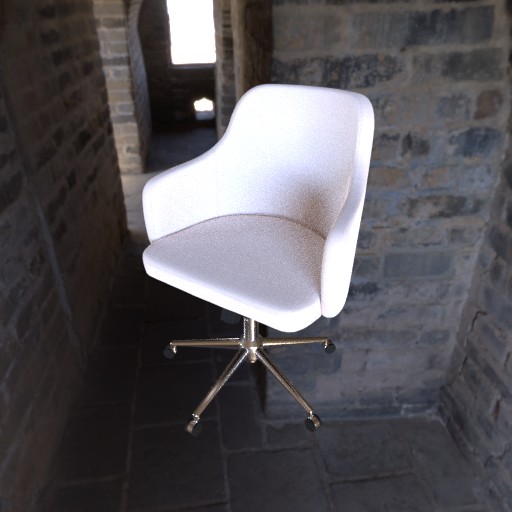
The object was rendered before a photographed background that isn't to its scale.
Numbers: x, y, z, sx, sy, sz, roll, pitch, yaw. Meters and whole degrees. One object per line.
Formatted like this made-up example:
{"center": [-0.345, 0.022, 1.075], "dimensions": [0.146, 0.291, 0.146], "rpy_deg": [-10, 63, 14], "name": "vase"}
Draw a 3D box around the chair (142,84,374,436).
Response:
{"center": [0.000, 0.000, 1.233], "dimensions": [0.602, 0.819, 0.647], "rpy_deg": [18, 34, 29], "name": "chair"}
